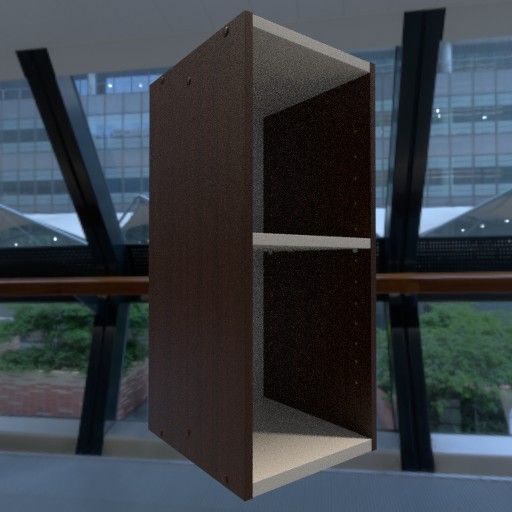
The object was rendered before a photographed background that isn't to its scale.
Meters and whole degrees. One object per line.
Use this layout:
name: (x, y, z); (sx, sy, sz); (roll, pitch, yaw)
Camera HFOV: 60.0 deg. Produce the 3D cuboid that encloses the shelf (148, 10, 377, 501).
shelf: (0.000, 0.000, 0.731); (0.253, 0.600, 0.290); (1, -1, -37)
